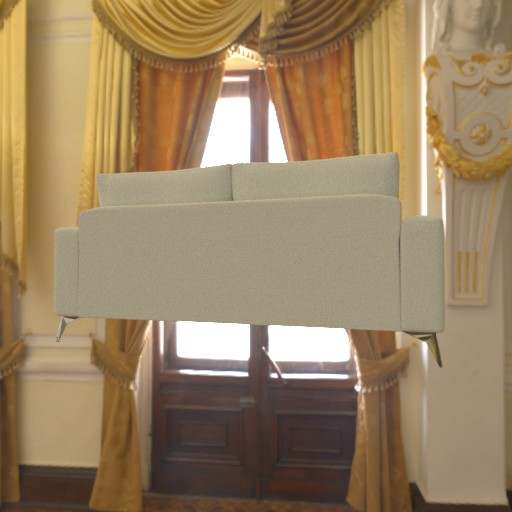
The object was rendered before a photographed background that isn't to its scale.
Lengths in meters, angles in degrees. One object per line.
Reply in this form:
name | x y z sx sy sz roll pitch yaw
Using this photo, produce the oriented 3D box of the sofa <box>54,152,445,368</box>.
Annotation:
sofa | 0.000 0.000 2.190 1.650 0.790 0.920 0 -1 18
